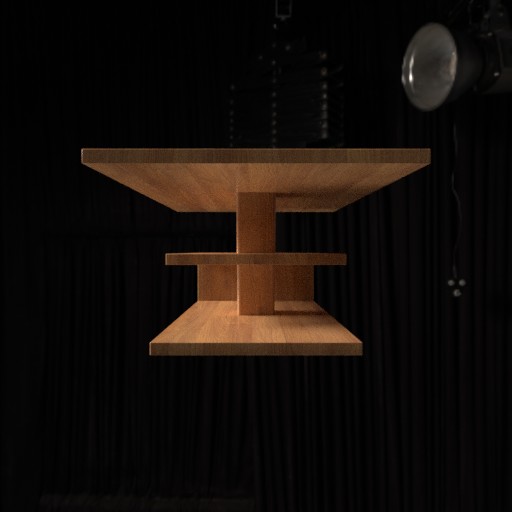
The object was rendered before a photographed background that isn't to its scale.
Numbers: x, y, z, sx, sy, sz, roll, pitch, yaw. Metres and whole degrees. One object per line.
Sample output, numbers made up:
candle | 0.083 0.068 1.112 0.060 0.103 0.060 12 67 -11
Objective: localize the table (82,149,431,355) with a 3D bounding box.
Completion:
table | 0.000 0.000 1.440 0.700 0.442 1.100 0 1 0
